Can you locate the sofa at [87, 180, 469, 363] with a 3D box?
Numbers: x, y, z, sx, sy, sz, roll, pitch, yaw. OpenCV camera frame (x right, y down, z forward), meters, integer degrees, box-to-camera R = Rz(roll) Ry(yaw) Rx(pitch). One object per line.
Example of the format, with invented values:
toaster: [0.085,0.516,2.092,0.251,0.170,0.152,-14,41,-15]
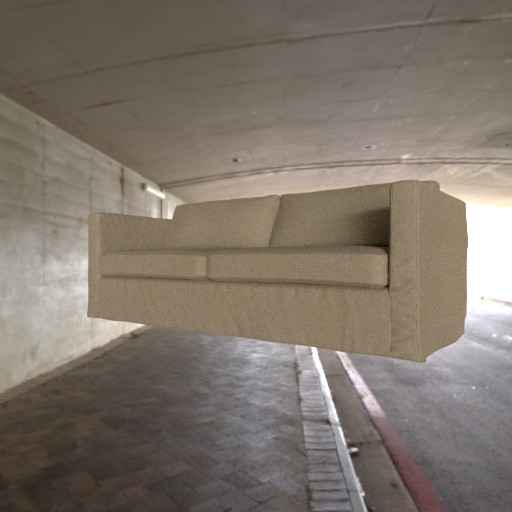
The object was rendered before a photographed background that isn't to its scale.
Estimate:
sofa: [0.000,0.000,2.766,2.296,0.847,0.956,0,0,36]
